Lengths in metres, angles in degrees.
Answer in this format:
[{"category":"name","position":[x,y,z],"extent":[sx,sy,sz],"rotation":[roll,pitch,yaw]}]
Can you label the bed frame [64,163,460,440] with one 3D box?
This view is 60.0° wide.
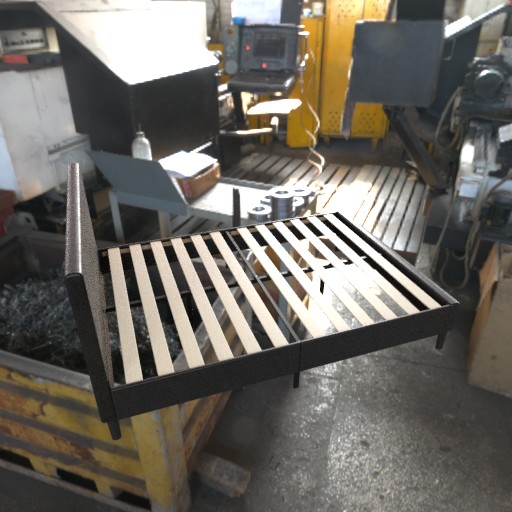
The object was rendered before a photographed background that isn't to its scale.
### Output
[{"category":"bed frame","position":[0.000,0.000,2.936],"extent":[2.152,1.046,1.469],"rotation":[-10,32,-17]}]
